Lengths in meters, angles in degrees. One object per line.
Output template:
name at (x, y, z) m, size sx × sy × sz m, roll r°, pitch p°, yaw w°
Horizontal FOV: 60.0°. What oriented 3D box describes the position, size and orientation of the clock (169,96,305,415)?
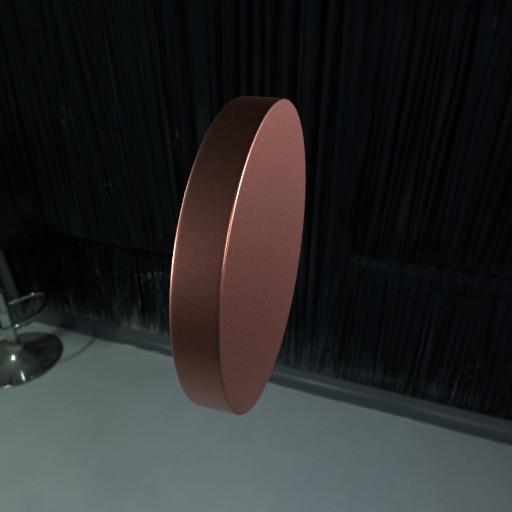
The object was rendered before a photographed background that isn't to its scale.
clock at (0.000, 0.000, 0.464) m, size 0.040 × 0.313 × 0.313 m, roll 8°, pitch 30°, yaw 15°
